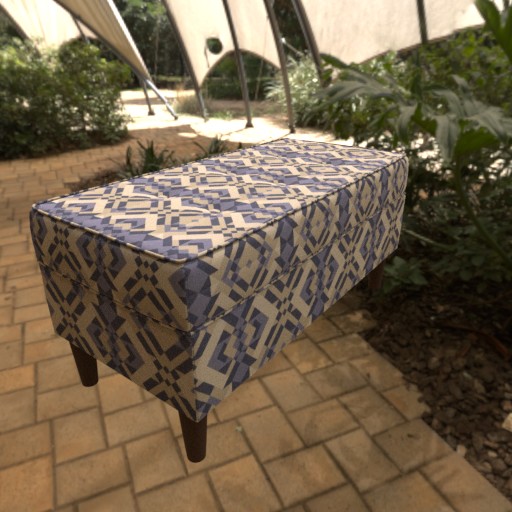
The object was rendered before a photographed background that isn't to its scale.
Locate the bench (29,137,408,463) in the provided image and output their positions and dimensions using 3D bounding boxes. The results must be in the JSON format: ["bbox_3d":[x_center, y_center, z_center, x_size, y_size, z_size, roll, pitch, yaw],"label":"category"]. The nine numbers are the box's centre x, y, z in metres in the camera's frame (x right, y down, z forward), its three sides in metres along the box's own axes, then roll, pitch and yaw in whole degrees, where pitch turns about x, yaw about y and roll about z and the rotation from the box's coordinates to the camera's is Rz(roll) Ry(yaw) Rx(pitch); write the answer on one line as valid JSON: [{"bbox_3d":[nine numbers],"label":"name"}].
[{"bbox_3d":[0.000,0.000,1.263,0.492,0.477,1.016,18,30,33],"label":"bench"}]
